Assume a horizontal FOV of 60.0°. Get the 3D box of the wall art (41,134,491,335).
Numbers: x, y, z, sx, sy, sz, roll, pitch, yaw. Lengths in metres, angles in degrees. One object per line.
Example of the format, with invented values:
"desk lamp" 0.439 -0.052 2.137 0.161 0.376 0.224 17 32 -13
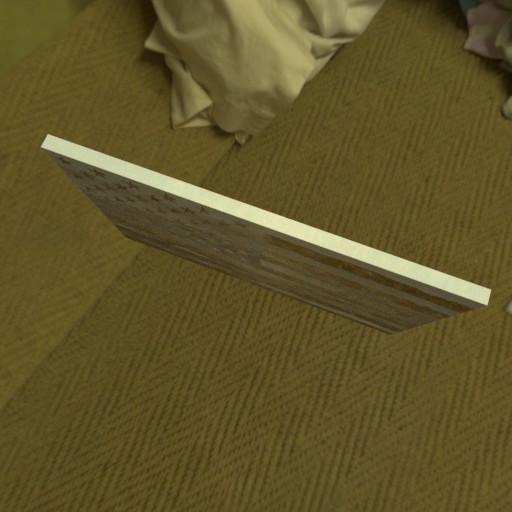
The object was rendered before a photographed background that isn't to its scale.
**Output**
"wall art" 0.000 0.000 1.438 1.145 0.762 0.041 20 76 5
